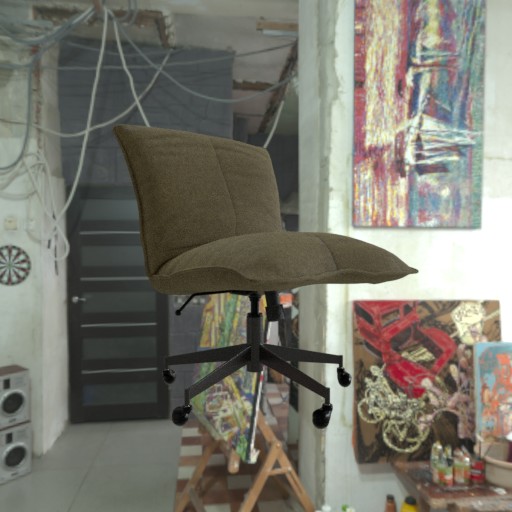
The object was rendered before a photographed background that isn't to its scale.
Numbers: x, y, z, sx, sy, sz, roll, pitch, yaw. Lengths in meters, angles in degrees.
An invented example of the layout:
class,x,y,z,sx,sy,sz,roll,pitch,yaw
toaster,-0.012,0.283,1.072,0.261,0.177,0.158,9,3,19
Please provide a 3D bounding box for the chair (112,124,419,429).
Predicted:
class,x,y,z,sx,sy,sz,roll,pitch,yaw
chair,0.000,0.000,1.265,0.597,0.811,0.696,-1,1,-37
